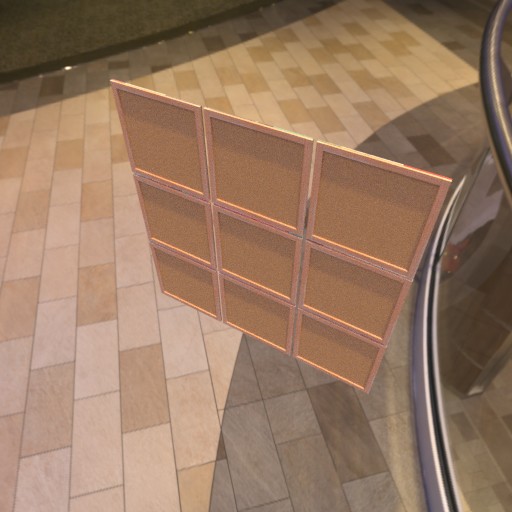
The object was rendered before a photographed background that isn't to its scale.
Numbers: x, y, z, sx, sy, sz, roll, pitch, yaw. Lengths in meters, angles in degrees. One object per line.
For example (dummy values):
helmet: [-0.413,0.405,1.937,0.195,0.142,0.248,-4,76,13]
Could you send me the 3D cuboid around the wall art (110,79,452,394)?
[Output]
wall art: [0.000,0.000,1.841,1.216,1.220,0.013,23,50,20]
